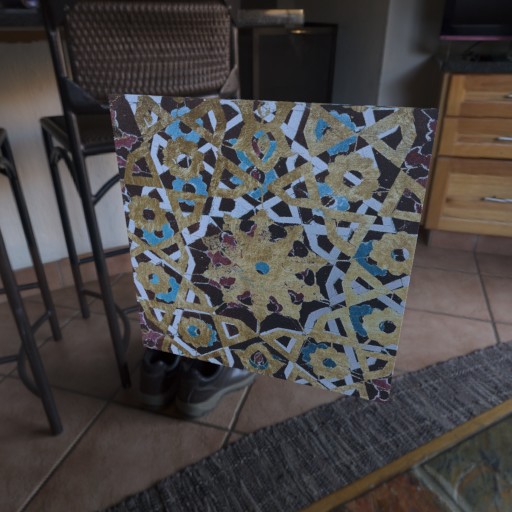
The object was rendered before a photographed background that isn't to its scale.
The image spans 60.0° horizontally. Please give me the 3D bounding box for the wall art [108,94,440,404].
[{"bbox_3d":[0.000,0.000,0.611,0.404,0.406,0.010,9,28,17],"label":"wall art"}]
